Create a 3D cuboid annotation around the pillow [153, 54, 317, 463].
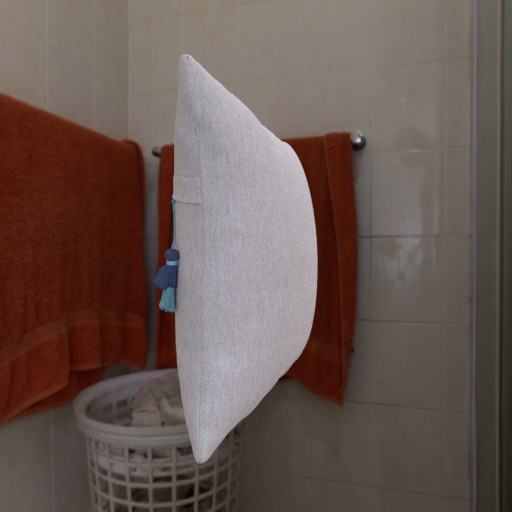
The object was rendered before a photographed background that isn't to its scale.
[{"bbox_3d":[0.000,0.000,0.674,0.173,0.436,0.433,0,1,18],"label":"pillow"}]
